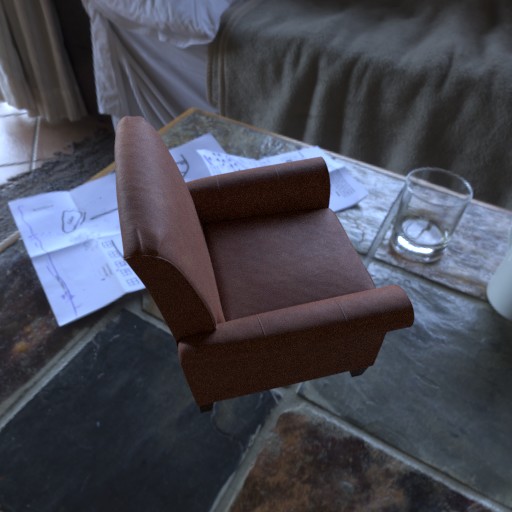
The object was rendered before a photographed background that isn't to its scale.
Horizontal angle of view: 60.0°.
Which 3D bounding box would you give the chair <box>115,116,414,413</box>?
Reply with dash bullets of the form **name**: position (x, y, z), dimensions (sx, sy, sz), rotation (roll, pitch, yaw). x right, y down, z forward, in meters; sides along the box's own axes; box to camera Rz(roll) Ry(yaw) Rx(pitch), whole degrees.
- **chair**: position (0.000, 0.000, 1.807), dimensions (0.902, 1.061, 0.978), rotation (-10, 47, -9)
